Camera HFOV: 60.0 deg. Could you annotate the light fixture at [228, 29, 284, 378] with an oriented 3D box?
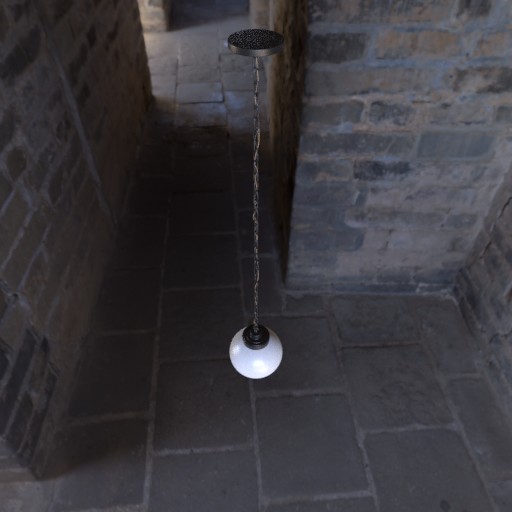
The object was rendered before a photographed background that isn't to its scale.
[{"bbox_3d":[0.000,0.000,2.002,0.305,1.867,0.304,29,52,26],"label":"light fixture"}]
